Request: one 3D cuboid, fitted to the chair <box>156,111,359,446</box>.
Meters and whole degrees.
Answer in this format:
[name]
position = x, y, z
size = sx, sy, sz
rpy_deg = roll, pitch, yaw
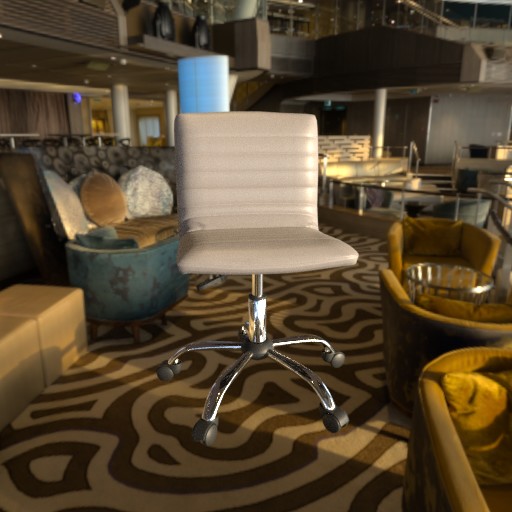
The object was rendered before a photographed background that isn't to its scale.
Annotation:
[chair]
position = 0.000, 0.000, 1.178
size = 0.569, 0.750, 0.542
rpy_deg = -2, 15, -8
